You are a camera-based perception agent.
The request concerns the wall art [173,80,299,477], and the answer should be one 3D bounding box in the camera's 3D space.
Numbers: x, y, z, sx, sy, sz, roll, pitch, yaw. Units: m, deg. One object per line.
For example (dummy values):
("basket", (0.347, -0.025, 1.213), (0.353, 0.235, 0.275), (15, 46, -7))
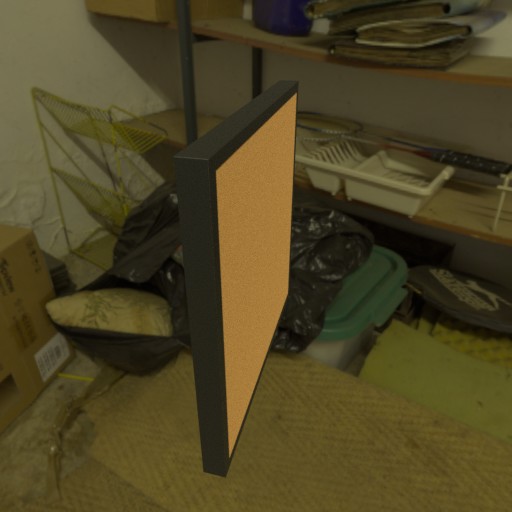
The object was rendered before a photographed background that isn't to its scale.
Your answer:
("wall art", (0.000, 0.000, 0.777), (0.037, 0.506, 0.506), (8, 31, 13))
